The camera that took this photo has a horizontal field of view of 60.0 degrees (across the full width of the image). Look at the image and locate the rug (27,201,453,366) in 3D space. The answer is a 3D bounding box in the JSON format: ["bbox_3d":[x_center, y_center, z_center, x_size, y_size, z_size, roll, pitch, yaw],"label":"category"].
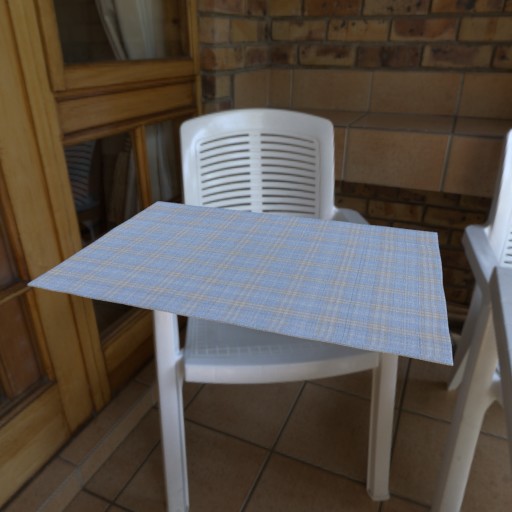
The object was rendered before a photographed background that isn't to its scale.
[{"bbox_3d":[0.000,0.000,2.313,1.835,0.012,1.231,8,27,16],"label":"rug"}]
